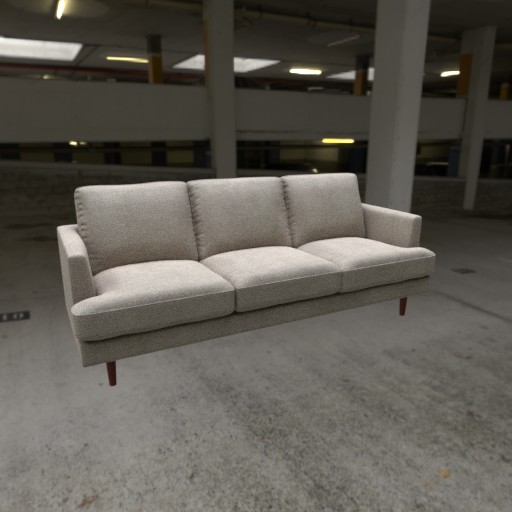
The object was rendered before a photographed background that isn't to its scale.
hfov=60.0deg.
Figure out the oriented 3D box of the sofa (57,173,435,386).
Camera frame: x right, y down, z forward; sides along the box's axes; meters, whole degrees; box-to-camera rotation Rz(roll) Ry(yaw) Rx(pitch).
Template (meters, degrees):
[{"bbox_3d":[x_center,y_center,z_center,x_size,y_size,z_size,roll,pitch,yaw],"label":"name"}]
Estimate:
[{"bbox_3d":[0.000,0.000,2.799,2.246,0.930,0.903,-8,17,-26],"label":"sofa"}]
